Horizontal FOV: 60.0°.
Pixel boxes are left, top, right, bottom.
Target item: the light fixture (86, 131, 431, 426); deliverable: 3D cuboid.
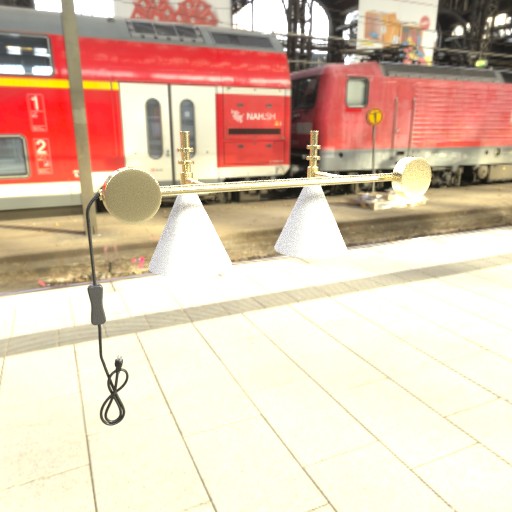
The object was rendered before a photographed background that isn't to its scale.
[{"bbox_3d":[0.000,0.000,0.864,0.642,0.468,0.239,-8,18,-25],"label":"light fixture"}]
